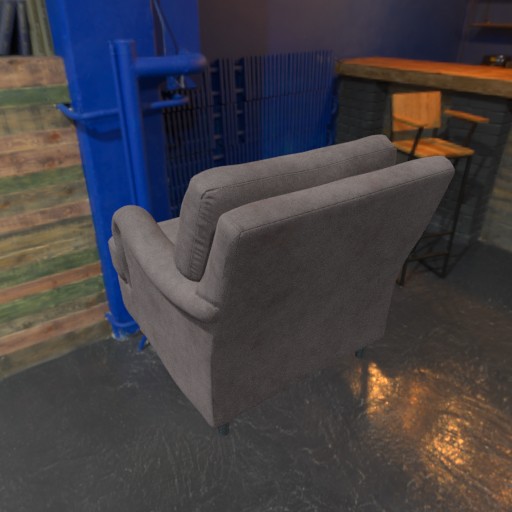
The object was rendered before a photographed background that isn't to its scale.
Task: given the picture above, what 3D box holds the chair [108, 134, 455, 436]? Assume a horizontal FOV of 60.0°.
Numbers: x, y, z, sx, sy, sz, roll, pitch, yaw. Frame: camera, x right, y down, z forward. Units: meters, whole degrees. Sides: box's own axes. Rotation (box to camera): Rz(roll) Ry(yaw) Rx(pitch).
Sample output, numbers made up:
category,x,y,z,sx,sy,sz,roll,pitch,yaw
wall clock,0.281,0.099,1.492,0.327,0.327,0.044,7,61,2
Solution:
category,x,y,z,sx,sy,sz,roll,pitch,yaw
chair,0.000,0.000,1.820,0.955,0.997,1.070,-19,34,-30
